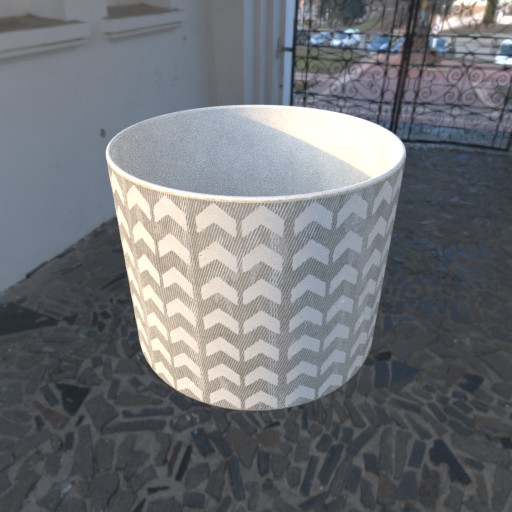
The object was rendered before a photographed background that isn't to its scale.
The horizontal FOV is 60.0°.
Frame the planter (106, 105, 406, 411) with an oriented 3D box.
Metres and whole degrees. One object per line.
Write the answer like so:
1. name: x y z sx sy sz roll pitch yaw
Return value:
1. planter: 0.000 0.000 0.338 0.190 0.181 0.190 0 32 0
